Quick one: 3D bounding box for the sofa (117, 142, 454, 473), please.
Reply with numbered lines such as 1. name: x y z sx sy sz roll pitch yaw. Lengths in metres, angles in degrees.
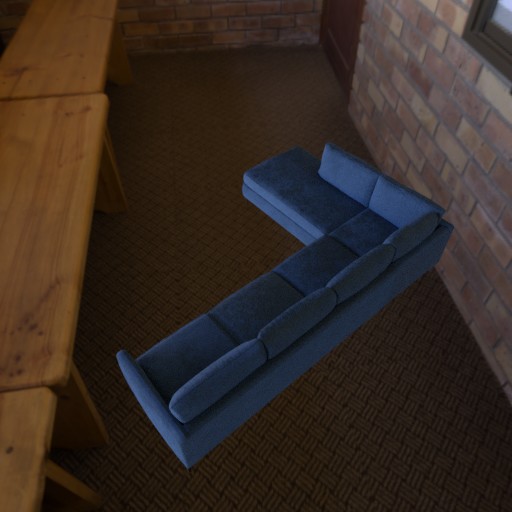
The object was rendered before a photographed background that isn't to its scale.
1. sofa: 0.000 0.000 3.914 2.949 0.815 2.007 -32 55 -26
